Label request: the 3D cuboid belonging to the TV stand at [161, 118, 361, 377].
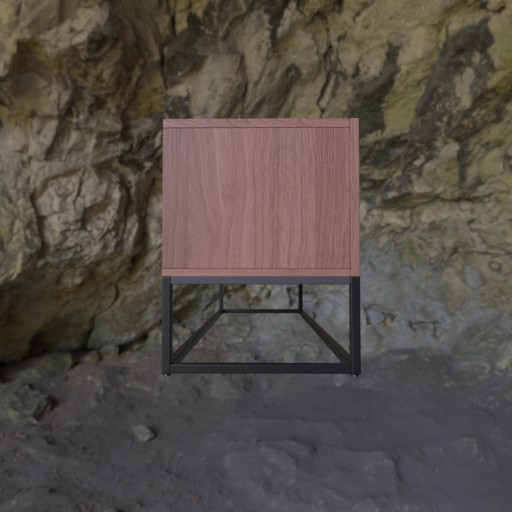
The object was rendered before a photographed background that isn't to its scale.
[{"bbox_3d":[0.000,0.000,1.455,0.415,0.500,1.200,0,-2,1],"label":"TV stand"}]
